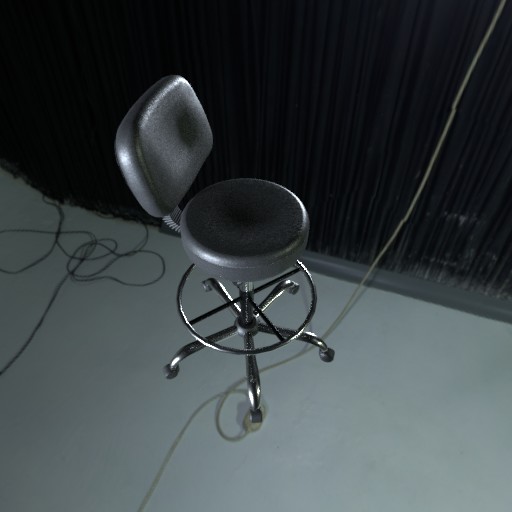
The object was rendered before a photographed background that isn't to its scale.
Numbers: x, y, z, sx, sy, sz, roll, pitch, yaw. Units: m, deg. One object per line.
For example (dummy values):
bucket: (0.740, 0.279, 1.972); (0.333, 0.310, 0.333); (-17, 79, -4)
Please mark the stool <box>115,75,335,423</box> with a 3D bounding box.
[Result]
stool: (0.000, 0.000, 1.492); (0.658, 1.069, 0.694); (10, 47, 10)
